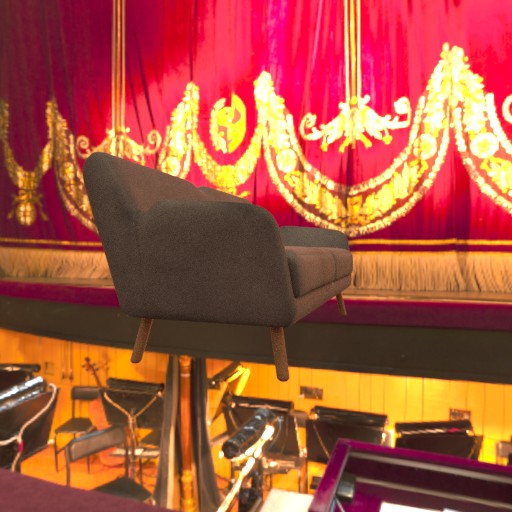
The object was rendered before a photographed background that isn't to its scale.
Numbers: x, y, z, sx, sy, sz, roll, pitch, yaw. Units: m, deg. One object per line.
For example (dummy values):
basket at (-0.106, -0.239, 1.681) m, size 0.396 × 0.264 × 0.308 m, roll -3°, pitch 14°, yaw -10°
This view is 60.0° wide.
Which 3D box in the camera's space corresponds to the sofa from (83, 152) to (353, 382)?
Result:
sofa at (0.000, 0.000, 2.333) m, size 0.850 × 0.810 × 1.870 m, roll 0°, pitch 1°, yaw 18°
